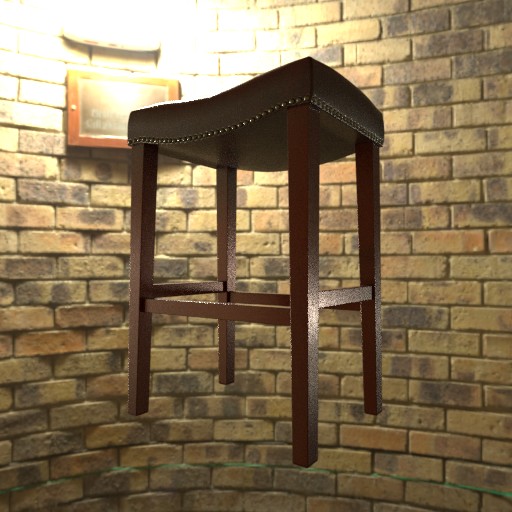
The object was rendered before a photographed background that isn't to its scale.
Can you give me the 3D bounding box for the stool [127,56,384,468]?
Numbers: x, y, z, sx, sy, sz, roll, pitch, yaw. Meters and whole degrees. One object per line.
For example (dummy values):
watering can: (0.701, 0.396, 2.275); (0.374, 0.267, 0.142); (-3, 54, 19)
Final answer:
stool: (0.000, 0.000, 1.052); (0.504, 0.742, 0.372); (-1, -1, 36)
